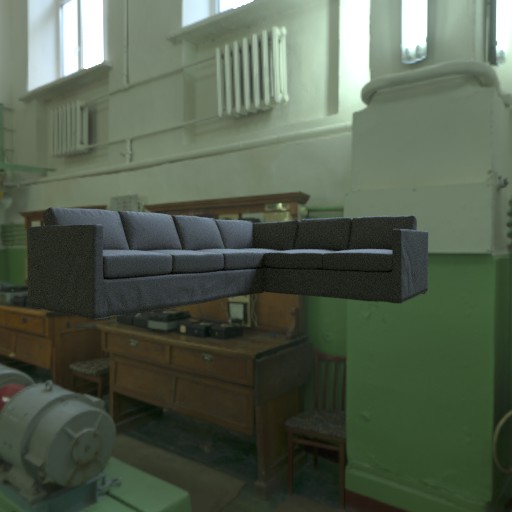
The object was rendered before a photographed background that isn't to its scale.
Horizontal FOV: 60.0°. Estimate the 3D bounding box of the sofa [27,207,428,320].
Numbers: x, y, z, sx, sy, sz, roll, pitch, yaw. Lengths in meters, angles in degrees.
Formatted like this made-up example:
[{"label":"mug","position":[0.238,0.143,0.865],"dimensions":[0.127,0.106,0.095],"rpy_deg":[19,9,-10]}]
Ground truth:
[{"label":"sofa","position":[0.000,0.000,4.267],"dimensions":[2.432,0.871,3.182],"rpy_deg":[1,2,35]}]
